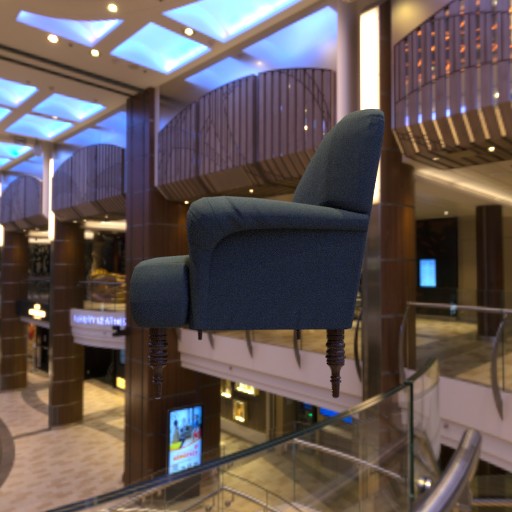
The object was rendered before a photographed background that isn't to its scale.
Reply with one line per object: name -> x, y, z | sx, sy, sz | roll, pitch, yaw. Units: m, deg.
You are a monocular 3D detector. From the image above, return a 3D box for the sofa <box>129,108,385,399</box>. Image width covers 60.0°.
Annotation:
sofa -> 0.000, 0.000, 1.893 | 0.779, 0.889, 1.297 | 0, -2, 0
